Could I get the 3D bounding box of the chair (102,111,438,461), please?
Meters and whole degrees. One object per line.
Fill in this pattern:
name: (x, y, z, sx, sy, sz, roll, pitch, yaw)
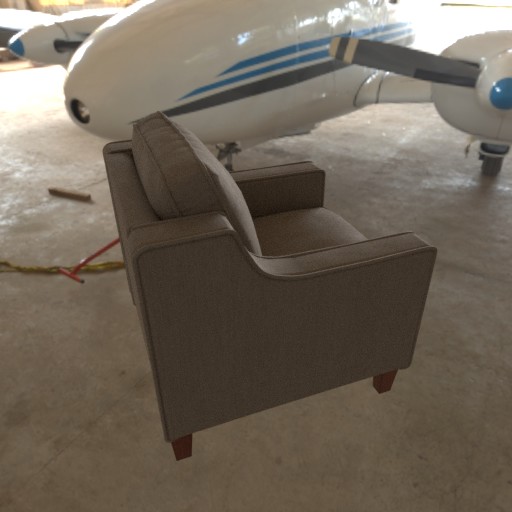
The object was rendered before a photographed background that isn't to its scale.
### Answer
chair: (0.000, 0.000, 1.623, 0.909, 0.960, 0.831, -11, 33, -18)
